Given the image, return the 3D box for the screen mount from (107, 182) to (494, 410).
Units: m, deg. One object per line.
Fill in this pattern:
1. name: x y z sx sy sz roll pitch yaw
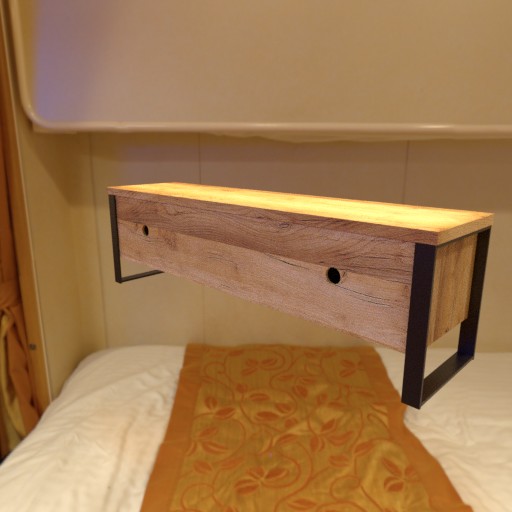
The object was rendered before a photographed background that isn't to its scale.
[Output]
1. screen mount: 0.000 0.000 1.694 1.524 0.450 0.395 13 19 43
